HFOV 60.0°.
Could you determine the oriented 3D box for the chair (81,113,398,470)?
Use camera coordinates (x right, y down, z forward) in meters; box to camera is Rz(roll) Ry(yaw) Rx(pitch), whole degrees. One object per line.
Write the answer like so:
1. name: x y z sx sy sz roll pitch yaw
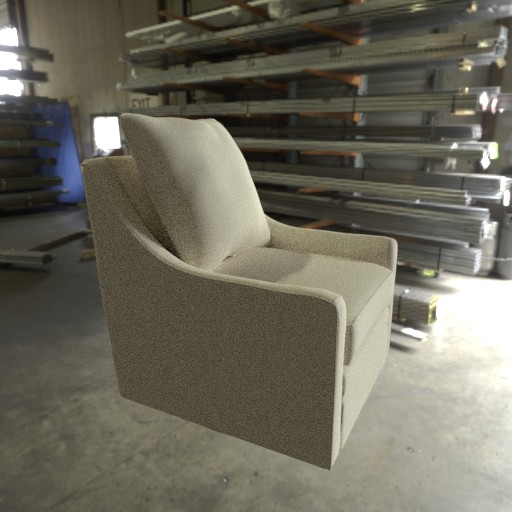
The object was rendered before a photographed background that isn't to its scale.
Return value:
1. chair: 0.000 0.000 1.581 0.876 0.965 0.756 8 17 27
